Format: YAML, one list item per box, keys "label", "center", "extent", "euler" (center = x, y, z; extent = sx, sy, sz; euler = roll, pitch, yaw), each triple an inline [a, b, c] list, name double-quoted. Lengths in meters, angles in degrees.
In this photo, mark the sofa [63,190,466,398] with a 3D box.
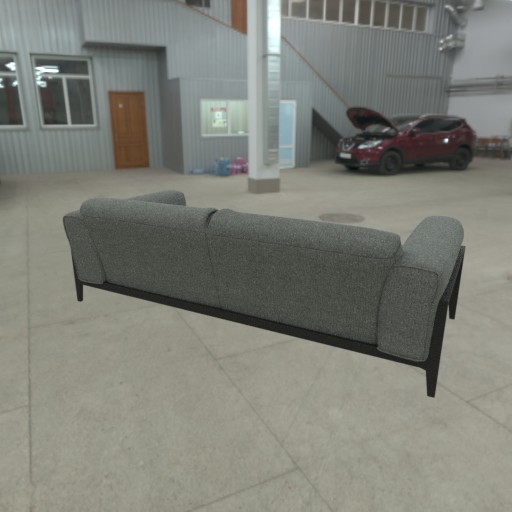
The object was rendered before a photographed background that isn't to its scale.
- label: "sofa"
  center: [0.000, 0.000, 2.558]
  extent: [2.125, 0.703, 0.985]
  euler: [9, 20, 27]
